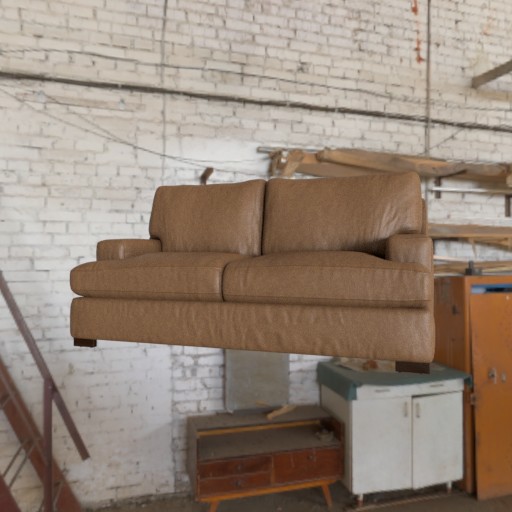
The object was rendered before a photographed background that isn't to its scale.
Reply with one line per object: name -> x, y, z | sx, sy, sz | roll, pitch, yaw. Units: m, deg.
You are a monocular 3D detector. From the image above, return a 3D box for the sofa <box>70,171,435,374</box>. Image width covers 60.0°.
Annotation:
sofa -> 0.000, 0.000, 2.501 | 1.855, 0.980, 0.962 | 0, 0, 19
